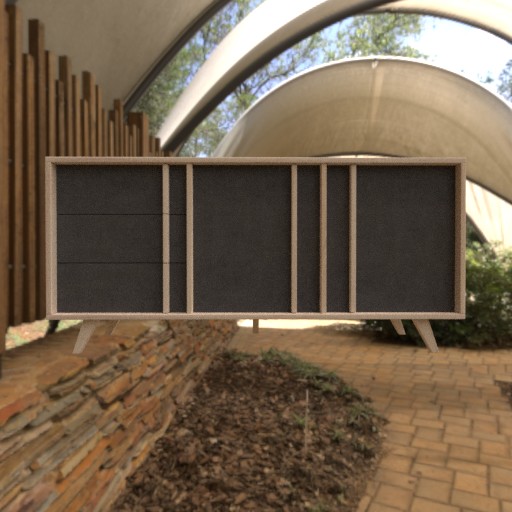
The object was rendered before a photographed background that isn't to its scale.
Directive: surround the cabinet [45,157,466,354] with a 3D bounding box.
[{"bbox_3d":[0.000,0.000,1.991,1.650,0.780,0.500,0,1,-1],"label":"cabinet"}]
